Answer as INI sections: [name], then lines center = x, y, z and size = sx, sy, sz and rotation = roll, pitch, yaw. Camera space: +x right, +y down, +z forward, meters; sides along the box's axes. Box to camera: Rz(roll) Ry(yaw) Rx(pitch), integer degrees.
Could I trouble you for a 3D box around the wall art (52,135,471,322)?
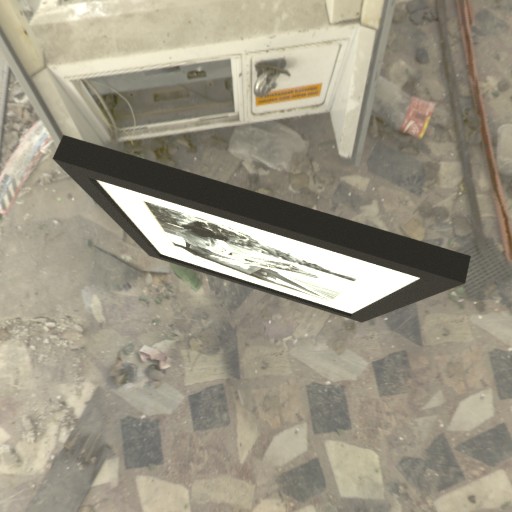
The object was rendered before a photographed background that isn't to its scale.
[wall art]
center = 0.000, 0.000, 0.699
size = 0.462, 0.458, 0.030
rotation = 17, 77, 4
